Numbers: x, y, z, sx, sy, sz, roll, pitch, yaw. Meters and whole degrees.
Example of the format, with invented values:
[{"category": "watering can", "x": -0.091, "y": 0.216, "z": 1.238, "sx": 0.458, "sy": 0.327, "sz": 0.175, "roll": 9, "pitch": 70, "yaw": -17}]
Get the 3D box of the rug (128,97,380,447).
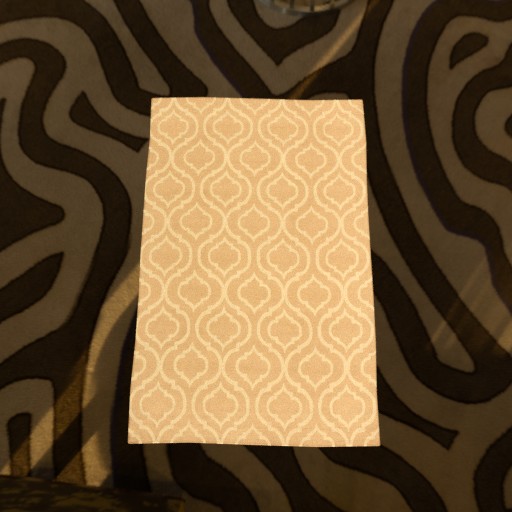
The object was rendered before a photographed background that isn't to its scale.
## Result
[{"category": "rug", "x": 0.000, "y": 0.000, "z": 2.198, "sx": 1.152, "sy": 0.013, "sz": 1.761, "roll": 0, "pitch": 77, "yaw": 0}]
